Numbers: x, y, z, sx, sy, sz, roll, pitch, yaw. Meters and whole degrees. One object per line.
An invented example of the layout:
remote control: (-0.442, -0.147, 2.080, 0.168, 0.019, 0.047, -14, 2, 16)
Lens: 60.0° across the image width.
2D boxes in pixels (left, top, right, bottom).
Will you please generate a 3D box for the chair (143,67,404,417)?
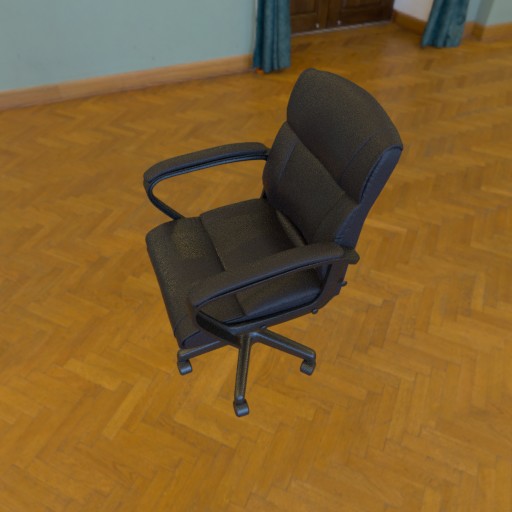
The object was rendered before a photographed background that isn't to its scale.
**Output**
chair: (0.000, 0.000, 1.414, 0.641, 0.998, 0.576, -16, 48, -15)
